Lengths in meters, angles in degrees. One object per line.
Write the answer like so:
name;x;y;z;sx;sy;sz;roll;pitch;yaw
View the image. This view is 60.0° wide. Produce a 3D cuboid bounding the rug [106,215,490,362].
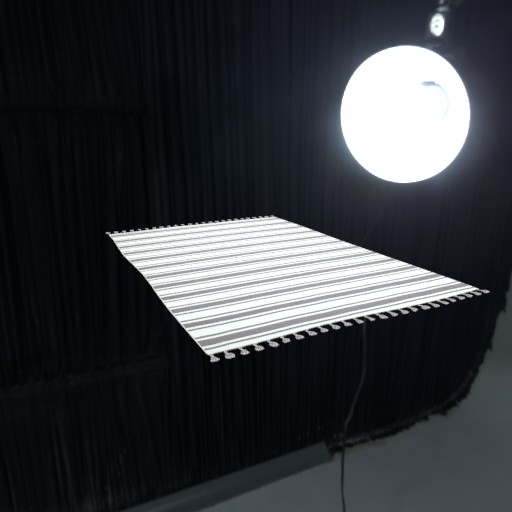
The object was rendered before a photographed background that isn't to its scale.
rug;0.000;0.000;3.845;2.030;0.017;3.040;-8;18;-26
